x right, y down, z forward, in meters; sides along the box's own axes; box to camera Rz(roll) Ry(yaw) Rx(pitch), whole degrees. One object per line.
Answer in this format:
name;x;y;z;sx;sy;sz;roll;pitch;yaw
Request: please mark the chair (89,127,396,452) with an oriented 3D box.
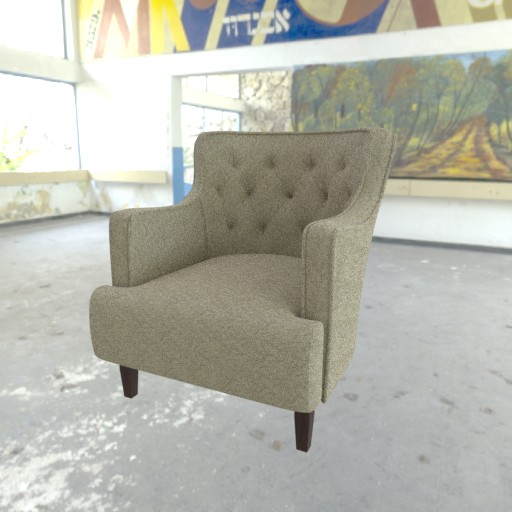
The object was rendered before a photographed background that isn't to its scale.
chair;0.000;0.000;1.646;0.820;0.920;0.910;6;15;25
